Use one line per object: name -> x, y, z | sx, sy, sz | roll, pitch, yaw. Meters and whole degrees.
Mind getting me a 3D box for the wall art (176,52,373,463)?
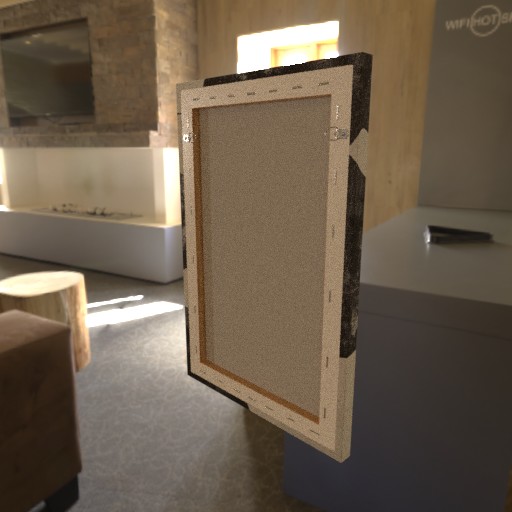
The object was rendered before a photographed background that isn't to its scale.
wall art -> 0.000, 0.000, 1.177 | 0.610, 0.915, 0.041 | 13, 19, 43
